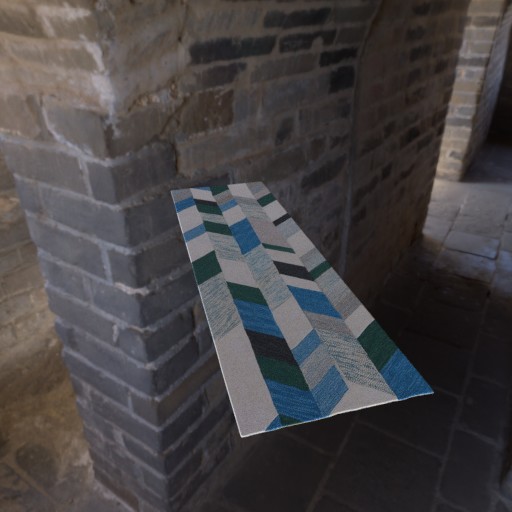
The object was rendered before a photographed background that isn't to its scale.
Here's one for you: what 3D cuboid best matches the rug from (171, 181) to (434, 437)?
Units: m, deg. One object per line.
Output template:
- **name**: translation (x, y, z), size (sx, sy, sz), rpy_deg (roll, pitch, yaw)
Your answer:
- **rug**: translation (0.000, 0.000, 2.649), size (0.774, 0.008, 2.437), rpy_deg (-8, 30, -13)
